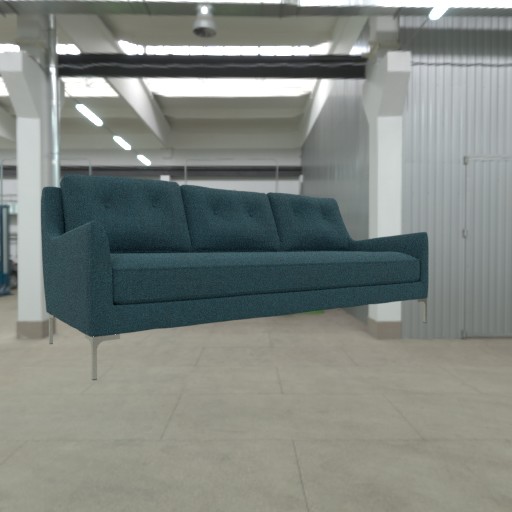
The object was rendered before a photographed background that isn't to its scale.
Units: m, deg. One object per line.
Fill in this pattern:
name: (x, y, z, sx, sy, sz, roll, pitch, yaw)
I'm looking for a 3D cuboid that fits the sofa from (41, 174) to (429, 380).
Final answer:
sofa: (0.000, 0.000, 2.464, 2.060, 0.837, 0.849, -1, 1, -36)
